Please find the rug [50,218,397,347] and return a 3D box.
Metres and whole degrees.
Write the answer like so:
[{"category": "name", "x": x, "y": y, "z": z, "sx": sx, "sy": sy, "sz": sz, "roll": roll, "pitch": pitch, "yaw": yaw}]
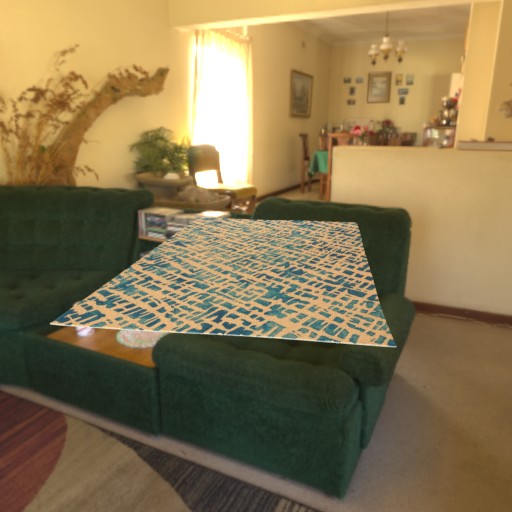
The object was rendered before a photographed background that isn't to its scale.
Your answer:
[{"category": "rug", "x": 0.000, "y": 0.000, "z": 3.054, "sx": 1.520, "sy": 0.011, "sz": 2.447, "roll": 2, "pitch": 16, "yaw": 8}]
